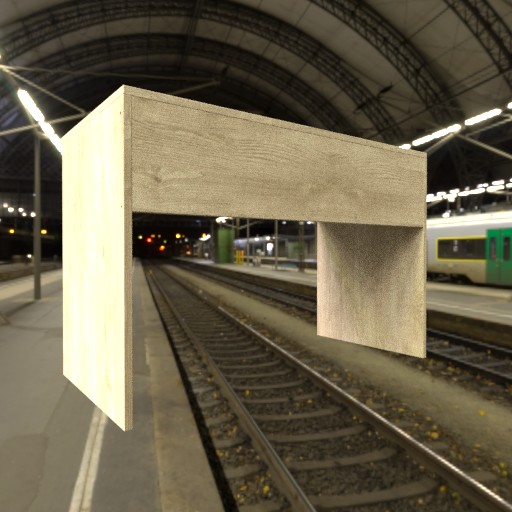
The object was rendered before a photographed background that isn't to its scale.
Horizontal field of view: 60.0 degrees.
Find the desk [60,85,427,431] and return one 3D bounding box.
[{"bbox_3d":[0.000,0.000,1.483,1.100,0.730,0.560,-1,1,-36],"label":"desk"}]
